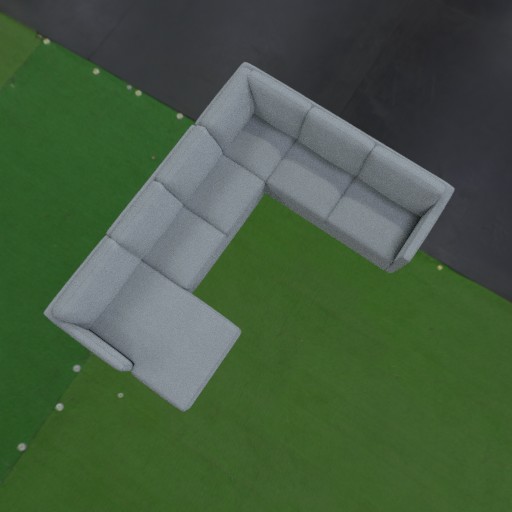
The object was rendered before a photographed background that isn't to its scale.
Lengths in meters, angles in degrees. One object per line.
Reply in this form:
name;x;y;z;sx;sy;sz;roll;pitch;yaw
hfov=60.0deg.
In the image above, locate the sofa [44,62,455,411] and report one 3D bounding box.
sofa;0.000;0.000;4.422;2.551;0.853;3.238;34;79;7
